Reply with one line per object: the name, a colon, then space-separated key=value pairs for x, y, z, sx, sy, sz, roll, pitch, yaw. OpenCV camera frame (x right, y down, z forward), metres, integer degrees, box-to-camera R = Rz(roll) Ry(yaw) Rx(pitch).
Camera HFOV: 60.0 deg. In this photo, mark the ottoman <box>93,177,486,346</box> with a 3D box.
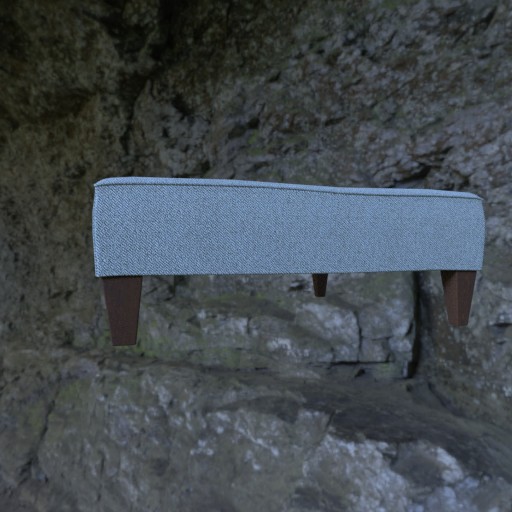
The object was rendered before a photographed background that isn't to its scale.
ottoman: x=0.000 y=0.000 z=1.502 sx=1.004 sy=0.379 sz=0.968 roll=0 pitch=0 yaw=-17
